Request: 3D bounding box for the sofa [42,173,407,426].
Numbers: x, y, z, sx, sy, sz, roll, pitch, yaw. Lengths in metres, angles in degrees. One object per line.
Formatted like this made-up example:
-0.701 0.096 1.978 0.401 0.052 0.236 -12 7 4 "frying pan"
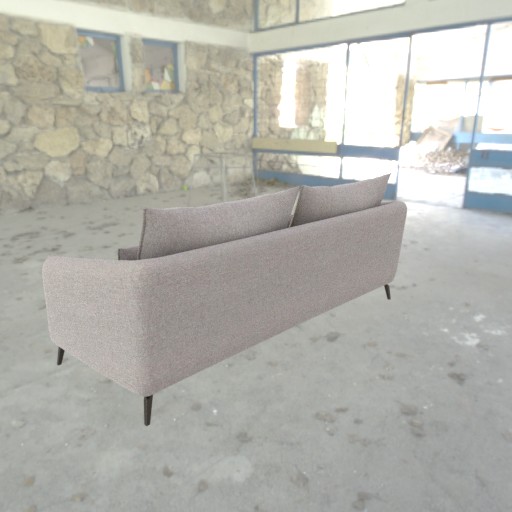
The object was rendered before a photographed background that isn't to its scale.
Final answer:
0.000 0.000 2.444 2.022 0.833 0.809 -16 23 -42 "sofa"
